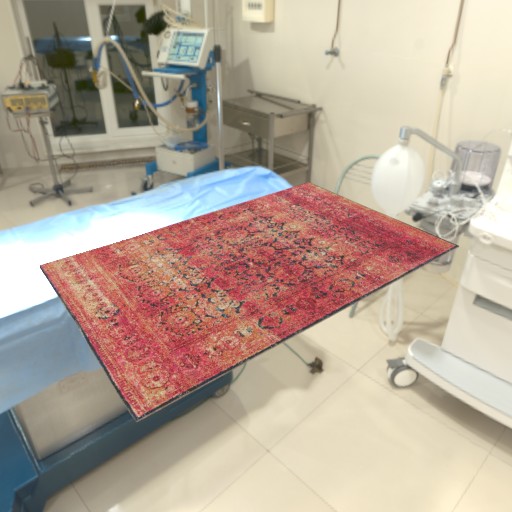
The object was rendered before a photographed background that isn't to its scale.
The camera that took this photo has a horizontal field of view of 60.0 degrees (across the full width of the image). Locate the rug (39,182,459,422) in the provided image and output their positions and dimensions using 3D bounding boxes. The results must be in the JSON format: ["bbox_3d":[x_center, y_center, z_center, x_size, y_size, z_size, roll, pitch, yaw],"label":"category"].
[{"bbox_3d":[0.000,0.000,3.022,2.449,0.018,1.539,-21,37,-31],"label":"rug"}]
